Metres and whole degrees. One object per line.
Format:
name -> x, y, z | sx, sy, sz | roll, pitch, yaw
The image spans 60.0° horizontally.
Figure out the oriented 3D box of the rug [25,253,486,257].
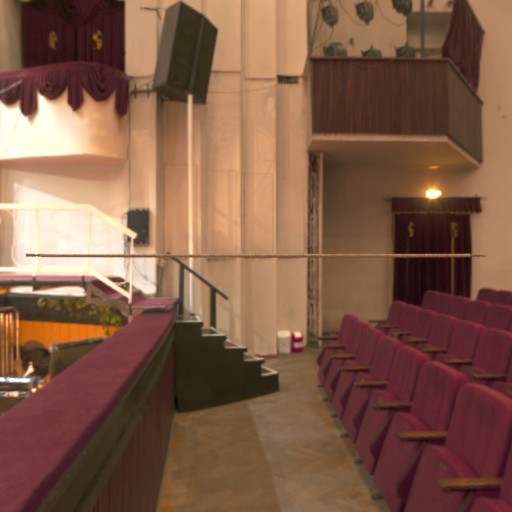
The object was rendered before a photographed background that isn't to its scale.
rug -> 0.000, 0.000, 2.310 | 1.771, 0.015, 1.223 | 0, 0, 0
